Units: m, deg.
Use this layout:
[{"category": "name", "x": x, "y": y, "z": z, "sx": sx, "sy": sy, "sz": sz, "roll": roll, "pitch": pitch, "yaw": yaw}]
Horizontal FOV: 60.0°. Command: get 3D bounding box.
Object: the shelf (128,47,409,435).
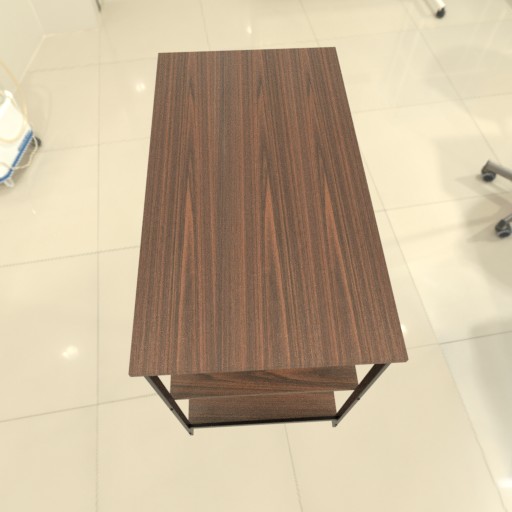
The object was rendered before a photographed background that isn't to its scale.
[{"category": "shelf", "x": 0.000, "y": 0.000, "z": 1.336, "sx": 0.498, "sy": 0.750, "sz": 0.902, "roll": -3, "pitch": 59, "yaw": -2}]
